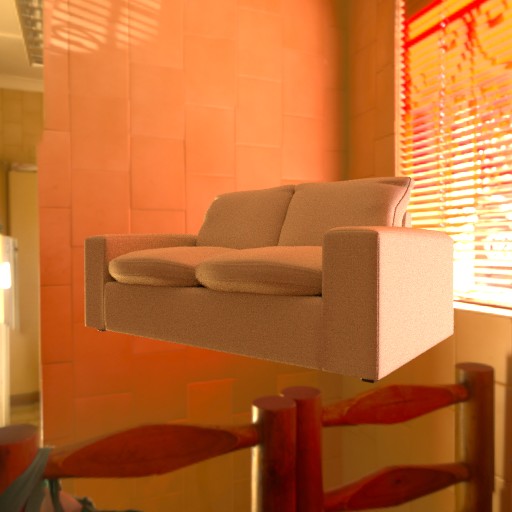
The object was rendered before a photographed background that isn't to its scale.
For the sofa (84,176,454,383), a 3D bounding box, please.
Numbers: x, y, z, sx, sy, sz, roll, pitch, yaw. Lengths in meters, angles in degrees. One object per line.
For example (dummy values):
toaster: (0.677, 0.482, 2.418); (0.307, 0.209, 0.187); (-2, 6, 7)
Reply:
sofa: (0.000, 0.000, 2.390); (1.754, 0.875, 1.091); (1, 1, 37)
